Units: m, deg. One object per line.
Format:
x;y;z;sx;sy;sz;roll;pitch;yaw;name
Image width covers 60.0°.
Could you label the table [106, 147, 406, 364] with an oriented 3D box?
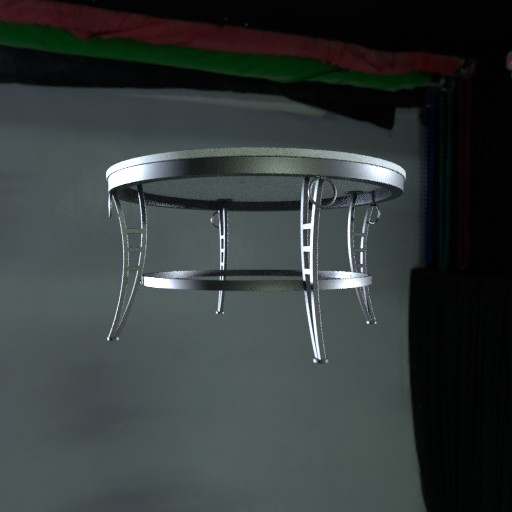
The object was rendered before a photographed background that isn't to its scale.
0.000;0.000;1.392;0.889;0.470;0.889;0;0;0;table
